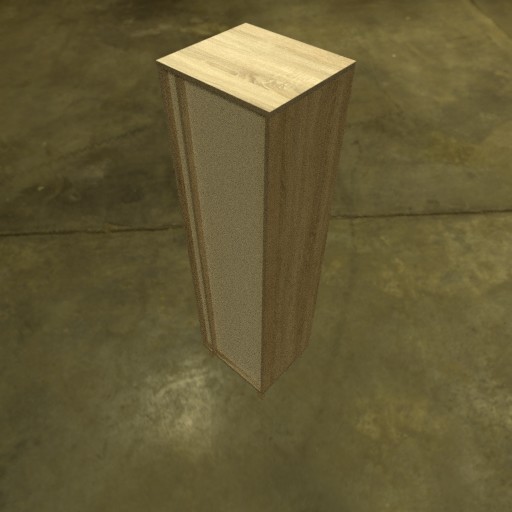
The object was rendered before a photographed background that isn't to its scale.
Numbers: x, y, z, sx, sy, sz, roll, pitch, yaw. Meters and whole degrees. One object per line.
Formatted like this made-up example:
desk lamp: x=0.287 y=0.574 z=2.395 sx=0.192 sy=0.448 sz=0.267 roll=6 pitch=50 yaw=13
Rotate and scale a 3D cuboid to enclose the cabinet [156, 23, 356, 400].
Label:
cabinet: x=0.000 y=0.000 z=2.227 sx=0.510 sy=1.960 sz=0.450 roll=33 pitch=56 yaw=27
